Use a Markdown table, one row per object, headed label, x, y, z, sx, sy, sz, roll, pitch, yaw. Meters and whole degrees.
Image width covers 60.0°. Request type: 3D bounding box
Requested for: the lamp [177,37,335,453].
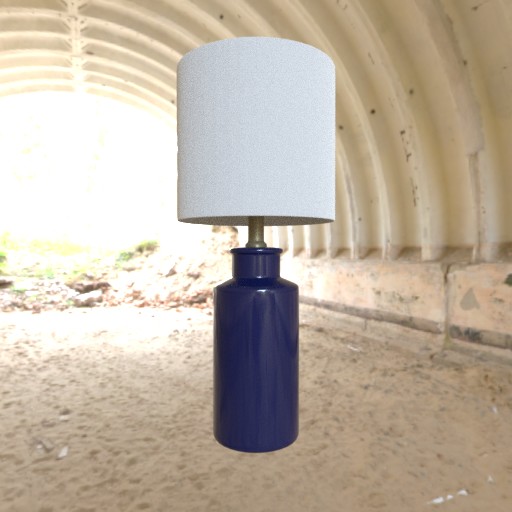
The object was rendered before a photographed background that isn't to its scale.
| label | x | y | z | sx | sy | sz | roll | pitch | yaw |
| --- | --- | --- | --- | --- | --- | --- | --- | --- | --- |
| lamp | 0.000 | 0.000 | 0.604 | 0.212 | 0.493 | 0.212 | 0 | 1 | 34 |
